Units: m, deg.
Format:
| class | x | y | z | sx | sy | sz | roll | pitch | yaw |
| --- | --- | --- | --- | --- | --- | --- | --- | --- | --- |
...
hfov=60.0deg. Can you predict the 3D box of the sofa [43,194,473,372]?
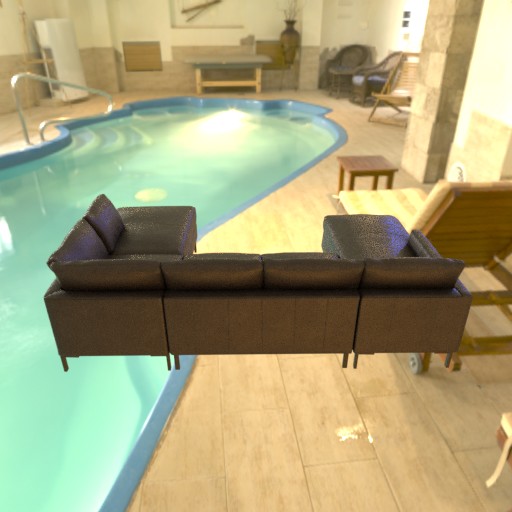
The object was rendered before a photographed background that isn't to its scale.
| class | x | y | z | sx | sy | sz | roll | pitch | yaw |
| --- | --- | --- | --- | --- | --- | --- | --- | --- | --- |
| sofa | 0.000 | 0.000 | 3.924 | 2.956 | 0.900 | 1.939 | 0 | 29 | -1 |
